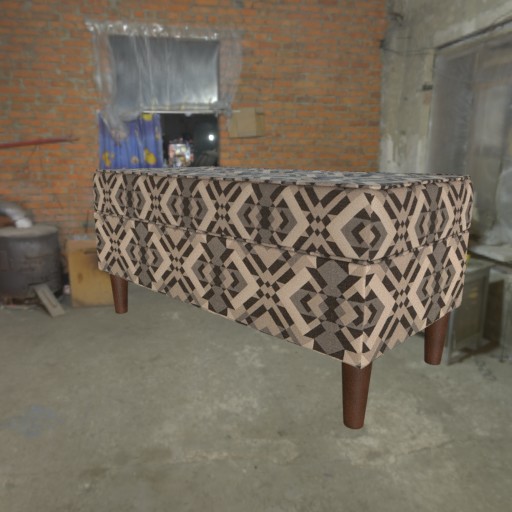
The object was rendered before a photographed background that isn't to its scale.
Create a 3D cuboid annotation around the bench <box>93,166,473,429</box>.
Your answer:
[{"bbox_3d":[0.000,0.000,1.275,1.016,0.477,0.492,13,18,43],"label":"bench"}]
